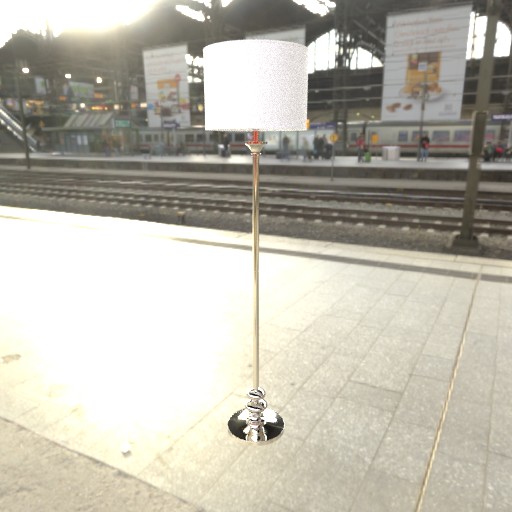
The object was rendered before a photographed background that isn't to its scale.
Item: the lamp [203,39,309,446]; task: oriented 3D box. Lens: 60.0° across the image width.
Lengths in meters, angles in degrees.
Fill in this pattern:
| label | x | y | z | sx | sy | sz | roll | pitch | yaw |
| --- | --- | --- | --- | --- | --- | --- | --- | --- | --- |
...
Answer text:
| label | x | y | z | sx | sy | sz | roll | pitch | yaw |
| --- | --- | --- | --- | --- | --- | --- | --- | --- | --- |
| lamp | 0.000 | 0.000 | 1.682 | 0.356 | 1.487 | 0.356 | 7 | 16 | 26 |
